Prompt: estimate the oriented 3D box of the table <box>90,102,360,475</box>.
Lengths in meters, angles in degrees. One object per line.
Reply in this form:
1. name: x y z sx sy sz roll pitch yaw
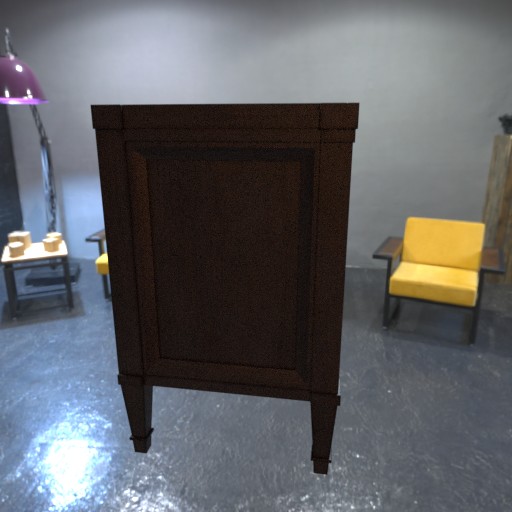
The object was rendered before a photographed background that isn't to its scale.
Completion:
1. table: 0.000 0.000 1.061 0.413 0.660 0.660 3 16 9
